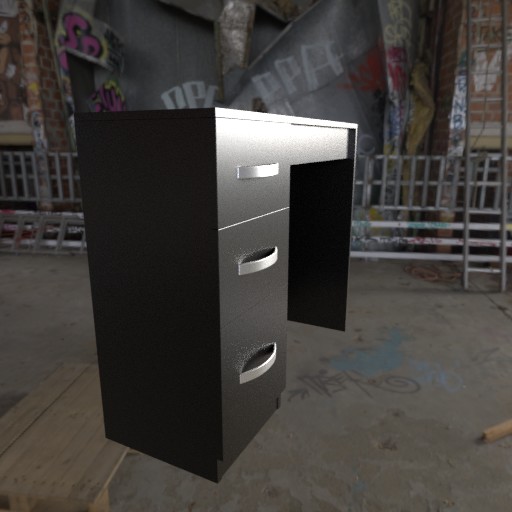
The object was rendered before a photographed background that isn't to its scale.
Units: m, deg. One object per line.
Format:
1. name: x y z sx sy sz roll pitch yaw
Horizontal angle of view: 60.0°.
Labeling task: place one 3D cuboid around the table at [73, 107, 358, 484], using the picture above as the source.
1. table: 0.000 0.000 1.345 0.380 0.790 0.930 8 16 27
